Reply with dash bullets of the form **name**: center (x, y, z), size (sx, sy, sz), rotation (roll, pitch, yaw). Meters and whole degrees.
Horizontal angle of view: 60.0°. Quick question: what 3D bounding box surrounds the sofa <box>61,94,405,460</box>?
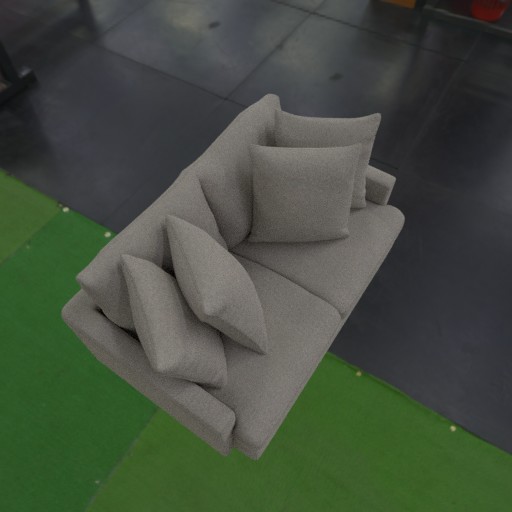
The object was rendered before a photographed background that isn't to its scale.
- **sofa**: center (0.000, 0.000, 2.602), size (1.228, 1.080, 1.869), rotation (30, 62, 18)
